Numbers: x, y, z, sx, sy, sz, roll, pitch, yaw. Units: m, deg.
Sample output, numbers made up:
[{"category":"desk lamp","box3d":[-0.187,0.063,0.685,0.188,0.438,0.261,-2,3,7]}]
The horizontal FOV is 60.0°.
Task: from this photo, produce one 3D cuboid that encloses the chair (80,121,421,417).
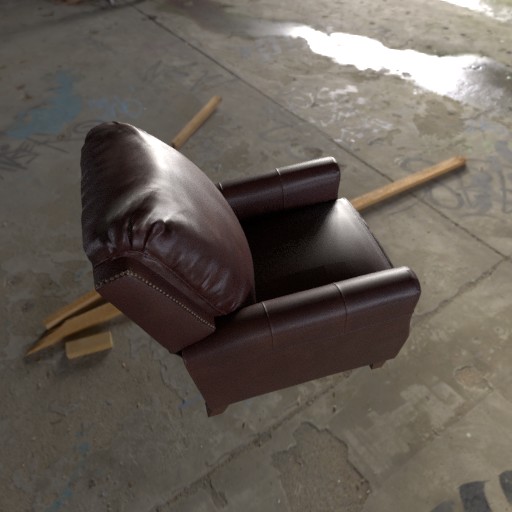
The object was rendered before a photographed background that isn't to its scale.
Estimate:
[{"category":"chair","box3d":[0.000,0.000,1.744,1.089,1.022,0.826,-11,48,-10]}]
